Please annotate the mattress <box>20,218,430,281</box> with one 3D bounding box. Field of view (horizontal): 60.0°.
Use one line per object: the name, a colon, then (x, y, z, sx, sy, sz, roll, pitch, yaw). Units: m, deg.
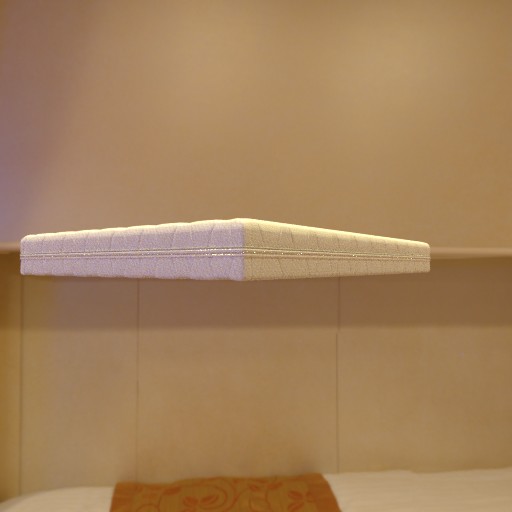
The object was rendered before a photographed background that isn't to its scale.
mattress: (0.000, 0.000, 2.547, 1.400, 0.200, 2.000, -1, -1, 37)
